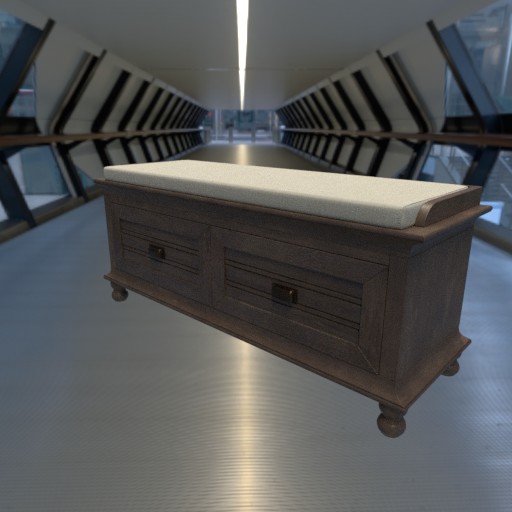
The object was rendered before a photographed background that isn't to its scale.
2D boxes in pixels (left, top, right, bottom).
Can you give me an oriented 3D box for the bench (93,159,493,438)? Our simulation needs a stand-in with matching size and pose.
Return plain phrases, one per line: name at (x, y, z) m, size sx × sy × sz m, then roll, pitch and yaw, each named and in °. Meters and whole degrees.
bench at (0.000, 0.000, 1.370) m, size 1.185 × 0.501 × 0.402 m, roll 15°, pitch 23°, yaw 40°
